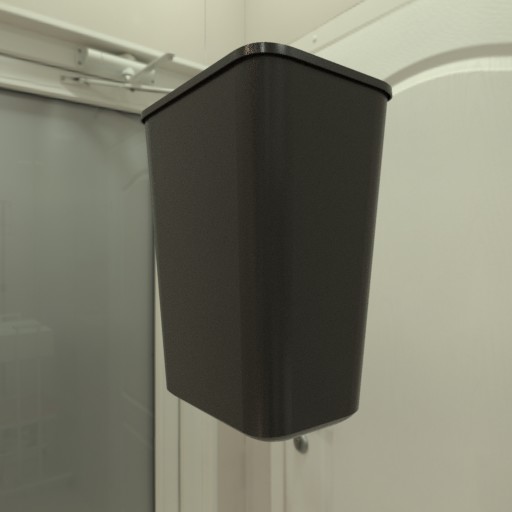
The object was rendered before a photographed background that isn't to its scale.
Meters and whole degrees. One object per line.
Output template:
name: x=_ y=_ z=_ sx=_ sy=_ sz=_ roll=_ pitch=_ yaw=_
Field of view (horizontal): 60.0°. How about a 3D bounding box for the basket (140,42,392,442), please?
basket: x=0.000 y=0.000 z=0.760 sx=0.287 sy=0.521 sz=0.394 roll=0 pitch=0 yaw=-37
